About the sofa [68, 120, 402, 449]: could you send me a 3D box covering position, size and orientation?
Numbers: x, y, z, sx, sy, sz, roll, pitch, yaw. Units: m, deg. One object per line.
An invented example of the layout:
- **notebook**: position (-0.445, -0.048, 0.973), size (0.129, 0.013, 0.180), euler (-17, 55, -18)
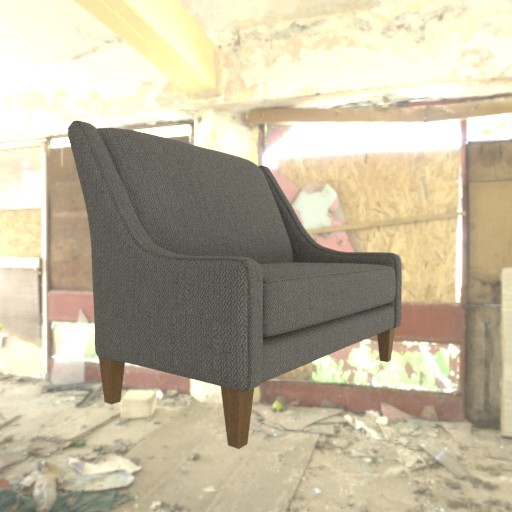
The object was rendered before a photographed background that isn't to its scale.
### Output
- **sofa**: position (0.000, 0.000, 1.886), size (0.873, 1.022, 1.242), euler (1, 1, 37)
